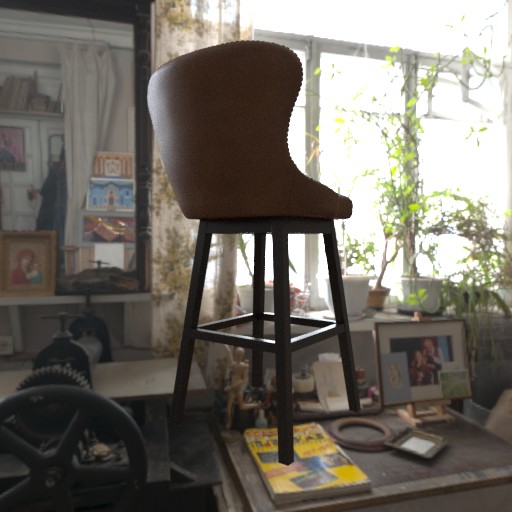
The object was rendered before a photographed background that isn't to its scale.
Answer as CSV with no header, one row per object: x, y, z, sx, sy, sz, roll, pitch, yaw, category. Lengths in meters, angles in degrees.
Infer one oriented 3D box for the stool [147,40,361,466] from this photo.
0.000,0.000,1.368,0.528,1.050,0.601,2,3,36,stool
